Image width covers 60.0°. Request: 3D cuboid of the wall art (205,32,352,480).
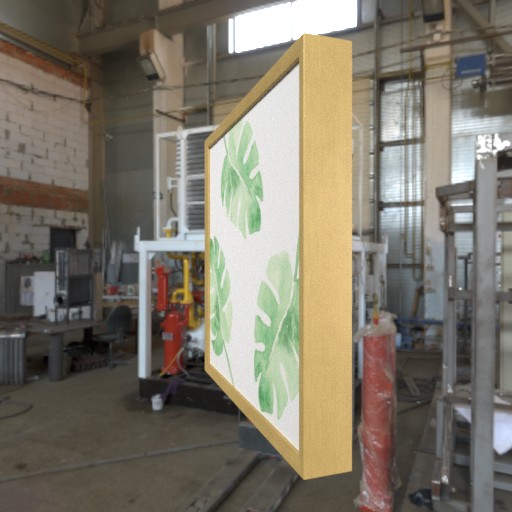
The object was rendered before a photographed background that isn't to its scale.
[{"bbox_3d":[0.000,0.000,0.451,0.038,0.305,0.305,0,0,-19],"label":"wall art"}]
